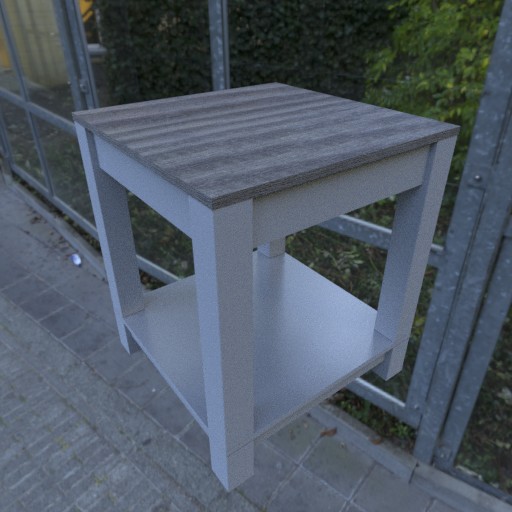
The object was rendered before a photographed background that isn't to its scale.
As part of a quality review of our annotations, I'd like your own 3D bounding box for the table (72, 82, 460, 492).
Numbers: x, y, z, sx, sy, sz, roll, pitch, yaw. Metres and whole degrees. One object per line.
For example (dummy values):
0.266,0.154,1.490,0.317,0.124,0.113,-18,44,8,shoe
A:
0.000,0.000,0.962,0.506,0.587,0.504,-21,37,-31,table
